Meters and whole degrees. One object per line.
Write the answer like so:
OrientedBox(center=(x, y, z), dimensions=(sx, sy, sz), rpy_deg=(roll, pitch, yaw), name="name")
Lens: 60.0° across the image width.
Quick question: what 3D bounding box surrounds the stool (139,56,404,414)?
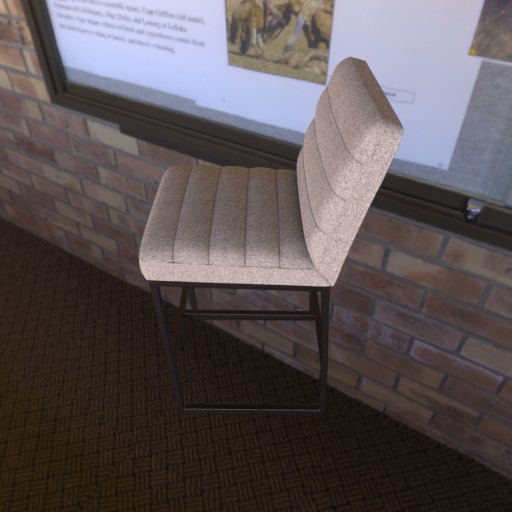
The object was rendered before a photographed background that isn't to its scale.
OrientedBox(center=(0.000, 0.000, 1.335), dimensions=(0.571, 1.034, 0.459), rpy_deg=(0, 40, 0), name="stool")
